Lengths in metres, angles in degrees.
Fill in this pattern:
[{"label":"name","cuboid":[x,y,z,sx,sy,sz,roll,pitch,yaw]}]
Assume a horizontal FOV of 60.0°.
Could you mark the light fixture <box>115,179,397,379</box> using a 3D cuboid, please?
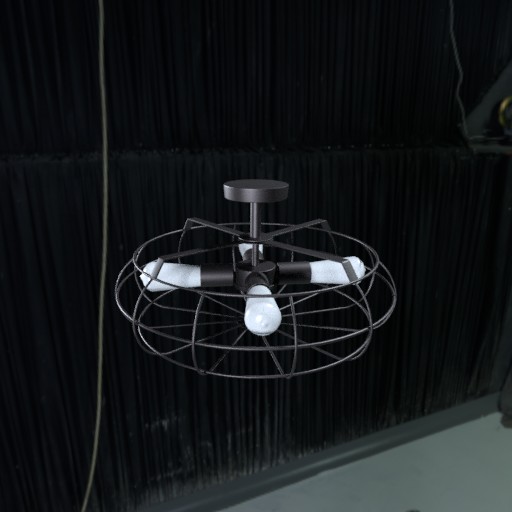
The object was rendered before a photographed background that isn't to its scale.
[{"label":"light fixture","cuboid":[0.000,0.000,0.949,0.582,0.311,0.582,0,16,0]}]
